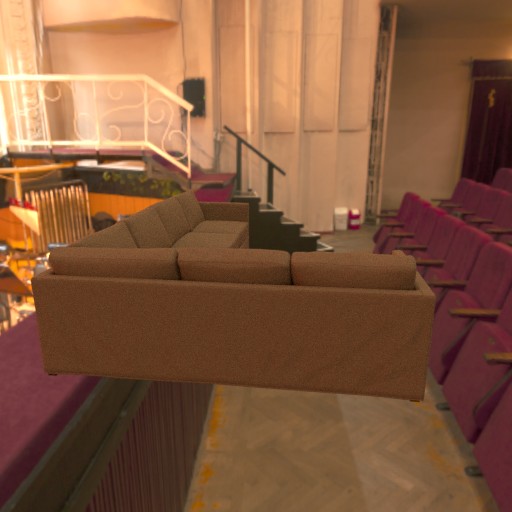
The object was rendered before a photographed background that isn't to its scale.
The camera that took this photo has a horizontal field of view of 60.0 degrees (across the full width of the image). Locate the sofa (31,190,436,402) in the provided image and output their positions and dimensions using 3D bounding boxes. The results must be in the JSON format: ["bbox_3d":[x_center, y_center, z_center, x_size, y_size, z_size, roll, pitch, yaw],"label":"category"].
[{"bbox_3d":[0.000,0.000,4.155,2.432,0.871,3.182,2,16,7],"label":"sofa"}]
